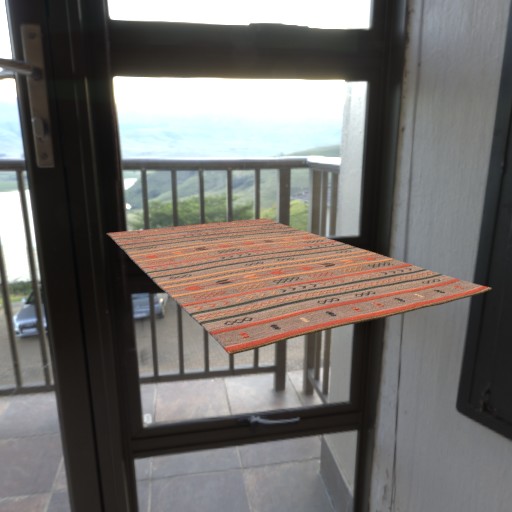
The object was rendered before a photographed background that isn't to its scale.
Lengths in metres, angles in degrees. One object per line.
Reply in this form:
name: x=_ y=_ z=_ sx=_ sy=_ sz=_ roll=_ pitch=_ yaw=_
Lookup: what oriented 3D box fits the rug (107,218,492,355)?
rug: x=0.000 y=0.000 z=3.033 sx=1.537 sy=0.029 sz=2.439 roll=-8 pitch=17 yaw=-27
